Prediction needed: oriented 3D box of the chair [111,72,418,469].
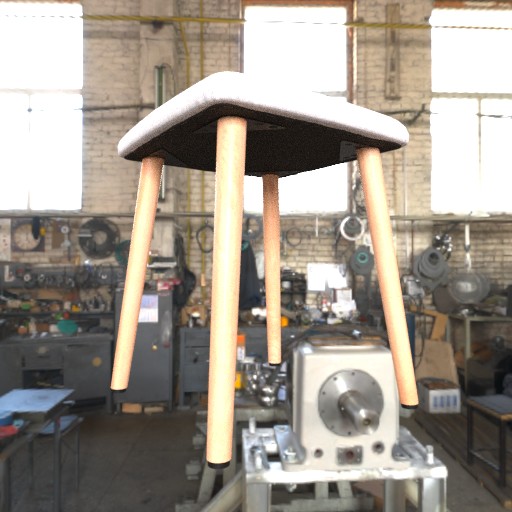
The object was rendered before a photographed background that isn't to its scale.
[{"bbox_3d":[0.000,0.000,0.684,0.350,0.440,0.350,1,-1,-35],"label":"chair"}]
